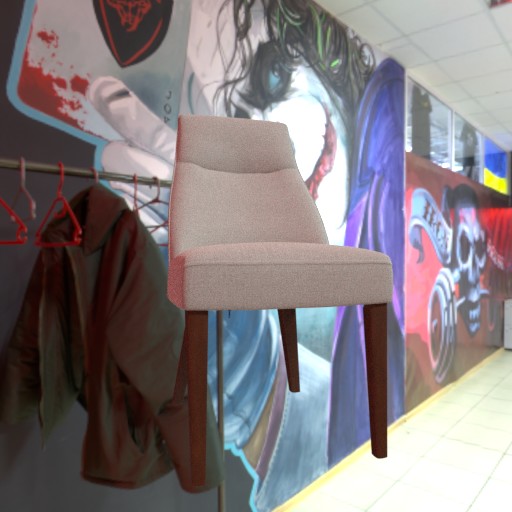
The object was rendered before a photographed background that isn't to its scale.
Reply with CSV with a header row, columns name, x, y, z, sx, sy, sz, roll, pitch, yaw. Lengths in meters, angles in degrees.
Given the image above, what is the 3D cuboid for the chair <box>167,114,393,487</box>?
name,x,y,z,sx,sy,sz,roll,pitch,yaw
chair,0.000,0.000,1.250,0.500,0.930,0.620,0,1,-17
